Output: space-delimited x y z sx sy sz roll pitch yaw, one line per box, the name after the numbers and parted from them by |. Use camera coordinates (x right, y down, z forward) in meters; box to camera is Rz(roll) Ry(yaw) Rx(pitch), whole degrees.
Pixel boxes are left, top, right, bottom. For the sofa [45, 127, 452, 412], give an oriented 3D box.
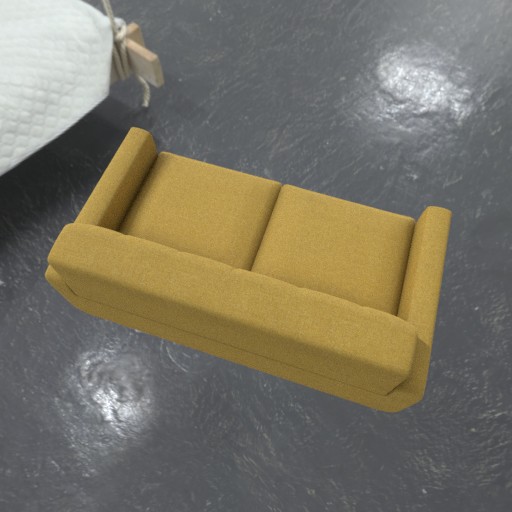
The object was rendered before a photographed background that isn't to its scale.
0.000 0.000 2.101 1.631 0.841 0.909 16 65 8 | sofa
